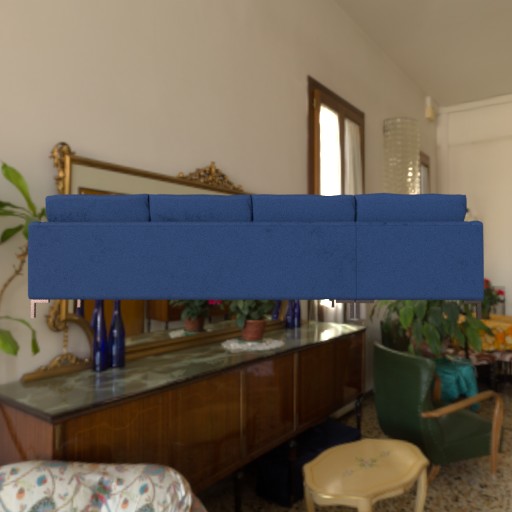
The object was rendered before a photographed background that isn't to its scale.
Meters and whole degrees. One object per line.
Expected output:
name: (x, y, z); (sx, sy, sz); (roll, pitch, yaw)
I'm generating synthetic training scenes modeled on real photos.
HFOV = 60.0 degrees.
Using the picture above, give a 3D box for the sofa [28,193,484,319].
sofa: (0.000, 0.000, 2.882); (2.450, 0.679, 1.128); (0, -1, 1)
